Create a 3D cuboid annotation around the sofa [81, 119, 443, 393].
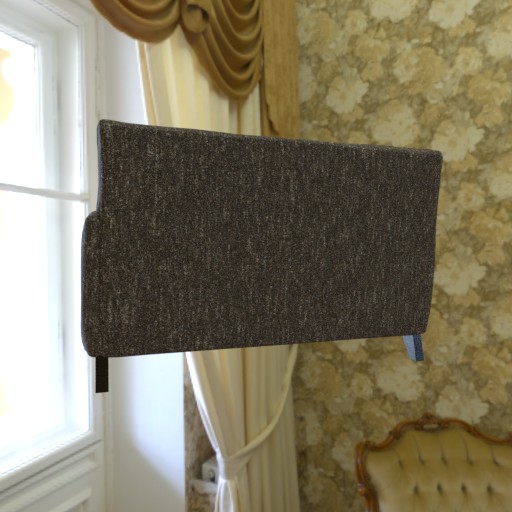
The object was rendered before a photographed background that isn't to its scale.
[{"bbox_3d":[0.000,0.000,2.058,1.519,0.946,0.801,0,1,-19],"label":"sofa"}]
